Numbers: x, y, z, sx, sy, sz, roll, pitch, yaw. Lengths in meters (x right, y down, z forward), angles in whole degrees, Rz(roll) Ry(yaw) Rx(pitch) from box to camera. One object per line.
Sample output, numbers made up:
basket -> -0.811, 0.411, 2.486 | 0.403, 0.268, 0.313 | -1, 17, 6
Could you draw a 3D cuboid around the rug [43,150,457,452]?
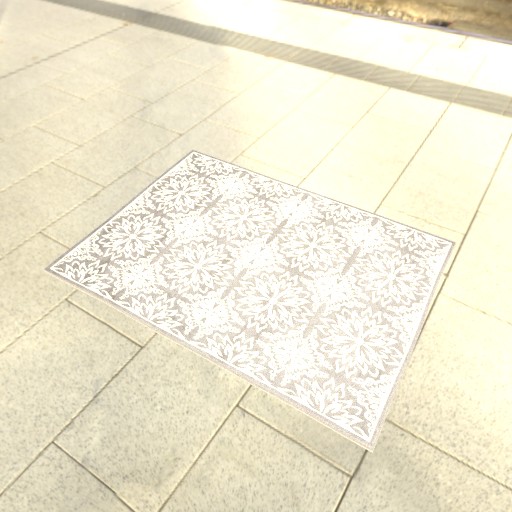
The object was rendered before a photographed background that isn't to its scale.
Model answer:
rug -> 0.000, 0.000, 2.917 | 2.213, 0.014, 1.608 | 23, 51, 21
